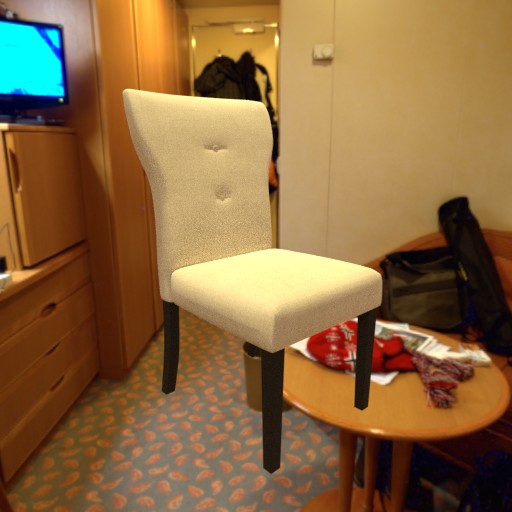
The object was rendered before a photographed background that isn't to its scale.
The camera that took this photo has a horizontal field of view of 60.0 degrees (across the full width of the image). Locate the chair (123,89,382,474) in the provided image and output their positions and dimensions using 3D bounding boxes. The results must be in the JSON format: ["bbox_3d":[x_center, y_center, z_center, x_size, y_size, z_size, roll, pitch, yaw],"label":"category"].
[{"bbox_3d":[0.000,0.000,1.291,0.509,0.921,0.597,-13,19,-41],"label":"chair"}]
